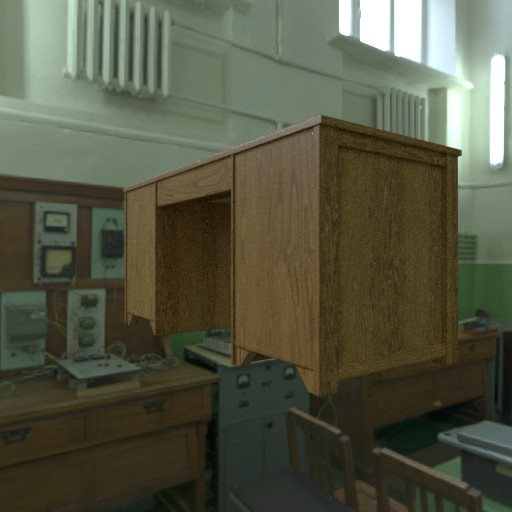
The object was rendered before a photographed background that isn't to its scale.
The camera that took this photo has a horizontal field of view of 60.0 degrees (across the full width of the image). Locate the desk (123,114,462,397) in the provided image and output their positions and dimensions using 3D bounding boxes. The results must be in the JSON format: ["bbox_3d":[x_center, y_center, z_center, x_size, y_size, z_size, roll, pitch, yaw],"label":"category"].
[{"bbox_3d":[0.000,0.000,2.005,0.685,0.751,1.567,0,0,-35],"label":"desk"}]
